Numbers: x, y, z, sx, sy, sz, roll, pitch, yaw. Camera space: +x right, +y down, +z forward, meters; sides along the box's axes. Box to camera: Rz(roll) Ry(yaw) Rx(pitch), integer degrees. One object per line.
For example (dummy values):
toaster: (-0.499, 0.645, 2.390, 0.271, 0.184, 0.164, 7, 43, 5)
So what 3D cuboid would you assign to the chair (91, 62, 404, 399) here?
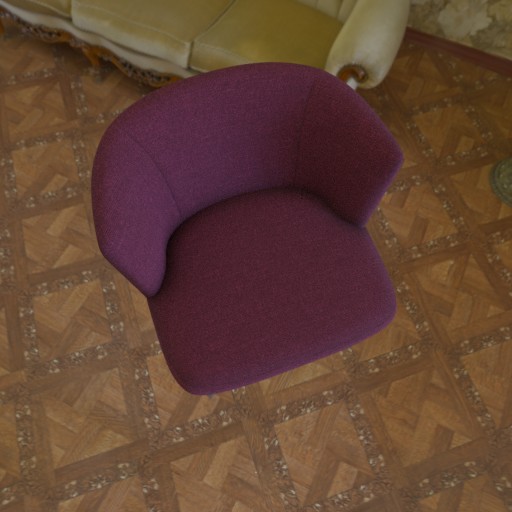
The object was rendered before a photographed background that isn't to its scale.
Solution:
chair: (0.000, 0.000, 1.257, 0.700, 0.760, 0.660, -18, 65, -9)
